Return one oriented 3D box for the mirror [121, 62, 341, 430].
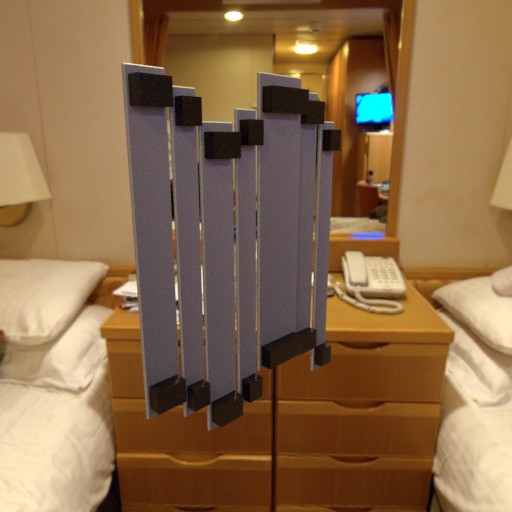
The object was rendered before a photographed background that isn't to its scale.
[{"bbox_3d":[0.000,0.000,0.789,0.445,0.611,0.058,-14,20,-43],"label":"mirror"}]
